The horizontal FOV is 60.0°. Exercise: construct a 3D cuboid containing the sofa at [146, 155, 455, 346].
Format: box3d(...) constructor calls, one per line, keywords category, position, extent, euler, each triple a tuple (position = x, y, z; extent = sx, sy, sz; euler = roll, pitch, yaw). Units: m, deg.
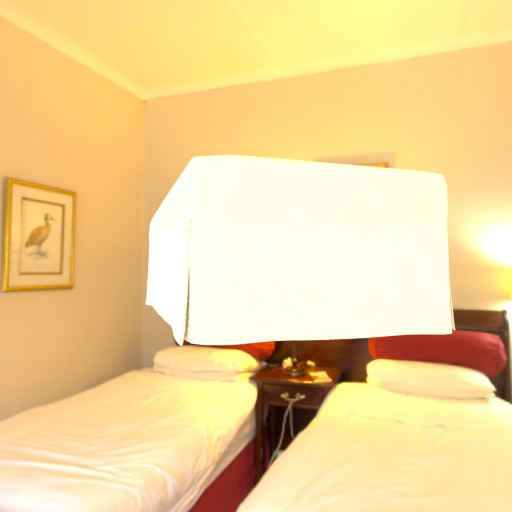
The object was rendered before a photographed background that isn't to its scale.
box3d(category="sofa", position=(0.000, 0.000, 2.121), extent=(0.939, 0.552, 1.677), euler=(1, -2, -17))
